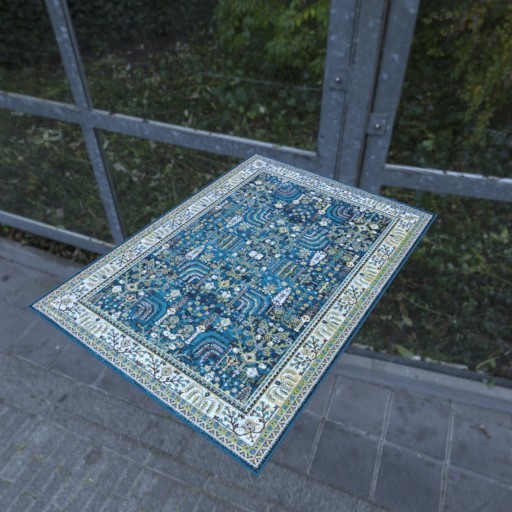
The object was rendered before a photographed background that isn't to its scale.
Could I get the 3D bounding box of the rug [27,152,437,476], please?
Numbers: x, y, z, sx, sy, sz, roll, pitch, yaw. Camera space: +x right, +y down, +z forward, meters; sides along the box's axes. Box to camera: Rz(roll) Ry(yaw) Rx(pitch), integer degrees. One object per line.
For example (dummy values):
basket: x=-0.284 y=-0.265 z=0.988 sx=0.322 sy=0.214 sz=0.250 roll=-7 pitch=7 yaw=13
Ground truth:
rug: x=0.000 y=0.000 z=2.828 sx=1.594 sy=0.013 sz=2.213 roll=25 pitch=47 yaw=26
